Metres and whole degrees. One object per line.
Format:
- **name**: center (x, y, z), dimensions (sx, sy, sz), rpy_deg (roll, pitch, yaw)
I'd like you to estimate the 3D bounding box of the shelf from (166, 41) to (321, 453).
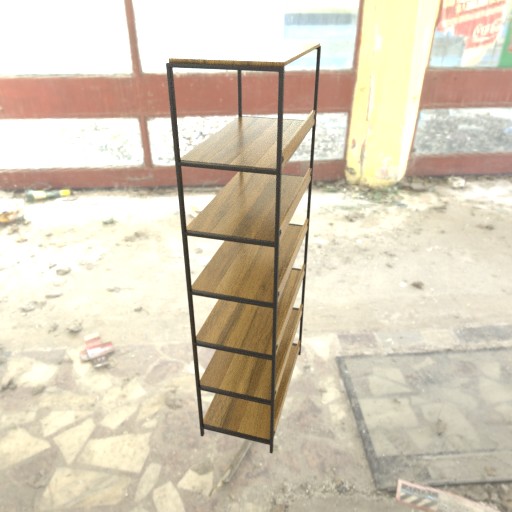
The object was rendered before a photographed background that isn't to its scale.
- **shelf**: center (0.000, 0.000, 2.378), dimensions (0.431, 2.015, 0.847), rpy_deg (8, 31, 14)
